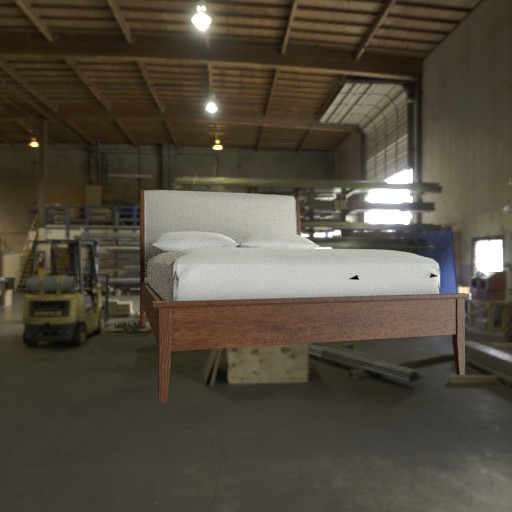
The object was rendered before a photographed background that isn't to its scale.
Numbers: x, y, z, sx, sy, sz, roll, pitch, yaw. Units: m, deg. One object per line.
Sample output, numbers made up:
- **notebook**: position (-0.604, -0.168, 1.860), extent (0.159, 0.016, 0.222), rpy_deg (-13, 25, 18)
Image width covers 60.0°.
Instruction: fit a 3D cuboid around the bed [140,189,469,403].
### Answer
- **bed**: position (0.000, 0.000, 3.224), extent (1.612, 1.250, 2.380), rpy_deg (0, 0, -17)
